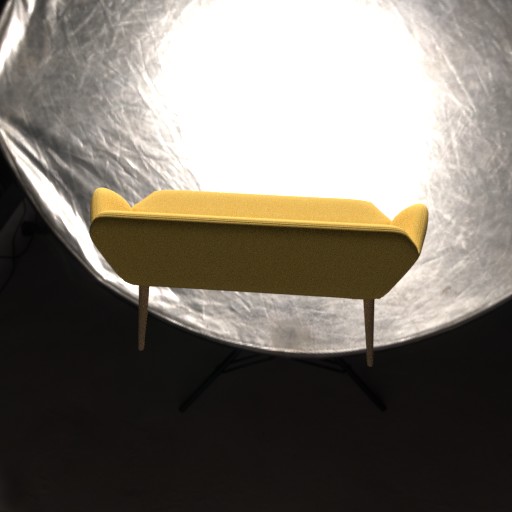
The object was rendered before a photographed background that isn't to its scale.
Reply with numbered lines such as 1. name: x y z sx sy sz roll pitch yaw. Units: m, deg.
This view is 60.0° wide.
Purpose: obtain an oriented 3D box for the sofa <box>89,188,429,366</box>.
1. sofa: 0.000 0.000 1.631 1.150 0.840 0.610 3 46 3
